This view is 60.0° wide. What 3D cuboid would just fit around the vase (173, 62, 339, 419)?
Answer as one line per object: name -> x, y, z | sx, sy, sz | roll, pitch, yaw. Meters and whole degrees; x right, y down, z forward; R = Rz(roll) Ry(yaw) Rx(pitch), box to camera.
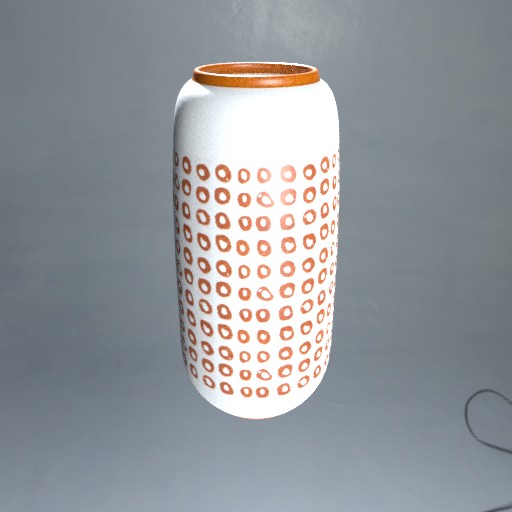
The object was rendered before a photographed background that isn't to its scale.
vase -> 0.000, 0.000, 0.359 | 0.133, 0.282, 0.133 | 0, 29, 0
